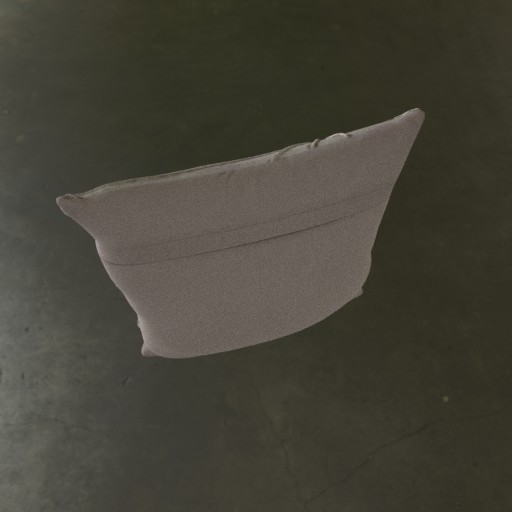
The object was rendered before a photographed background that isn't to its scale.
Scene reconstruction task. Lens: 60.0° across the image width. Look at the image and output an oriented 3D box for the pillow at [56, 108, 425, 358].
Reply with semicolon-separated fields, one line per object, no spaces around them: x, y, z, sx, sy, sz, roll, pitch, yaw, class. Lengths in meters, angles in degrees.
0.000;0.000;0.672;0.439;0.440;0.185;-15;58;-10;pillow
